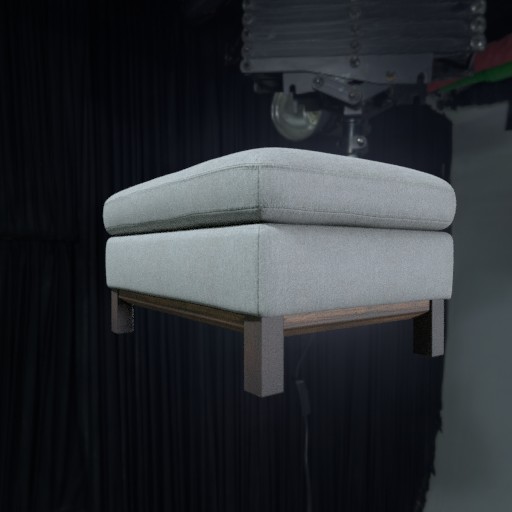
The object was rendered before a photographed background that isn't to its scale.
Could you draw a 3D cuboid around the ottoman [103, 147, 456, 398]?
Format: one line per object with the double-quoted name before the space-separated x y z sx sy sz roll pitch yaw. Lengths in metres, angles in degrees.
"ottoman" 0.000 0.000 1.041 0.528 0.404 0.735 0 0 -36
